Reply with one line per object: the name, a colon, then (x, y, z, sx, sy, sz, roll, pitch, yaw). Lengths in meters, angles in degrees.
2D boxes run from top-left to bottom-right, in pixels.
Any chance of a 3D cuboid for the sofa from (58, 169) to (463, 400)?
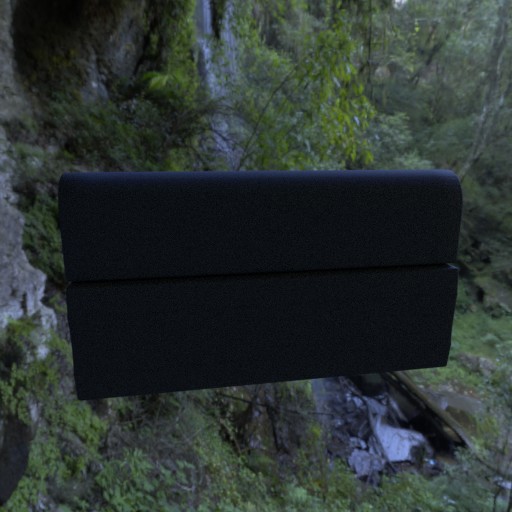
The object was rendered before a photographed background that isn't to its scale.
sofa: (0.000, 0.000, 1.687, 1.219, 0.660, 0.762, -2, 14, -10)
